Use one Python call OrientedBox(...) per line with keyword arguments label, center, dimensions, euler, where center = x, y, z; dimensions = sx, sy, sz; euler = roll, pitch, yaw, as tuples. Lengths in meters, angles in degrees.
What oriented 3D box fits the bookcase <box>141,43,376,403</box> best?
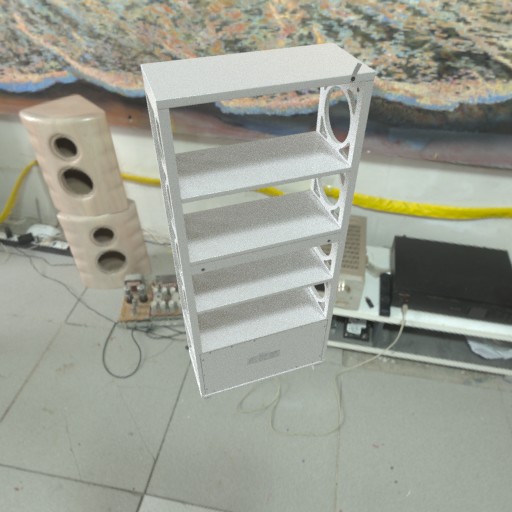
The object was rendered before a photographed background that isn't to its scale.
OrientedBox(label="bookcase", center=(0.000, 0.000, 2.156), dimensions=(0.761, 1.869, 0.361), euler=(-13, 44, -14))
